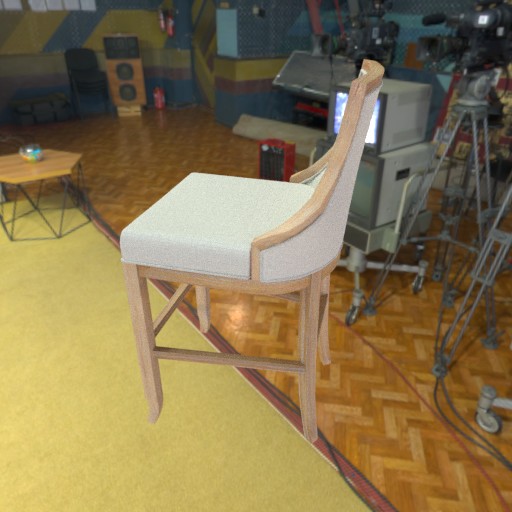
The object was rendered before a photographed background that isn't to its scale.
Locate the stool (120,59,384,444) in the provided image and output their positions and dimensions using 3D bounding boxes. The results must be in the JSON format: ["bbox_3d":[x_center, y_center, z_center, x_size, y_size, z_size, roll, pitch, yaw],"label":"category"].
[{"bbox_3d":[0.000,0.000,1.381,0.626,1.101,0.524,7,30,13],"label":"stool"}]
